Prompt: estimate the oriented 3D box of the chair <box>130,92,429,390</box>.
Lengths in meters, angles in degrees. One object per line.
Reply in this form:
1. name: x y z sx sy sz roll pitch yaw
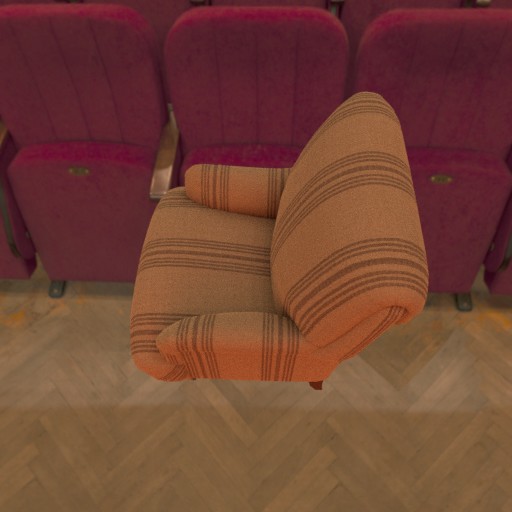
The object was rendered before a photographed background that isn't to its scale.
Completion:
1. chair: 0.000 0.000 1.593 0.914 0.940 0.813 2 58 1
